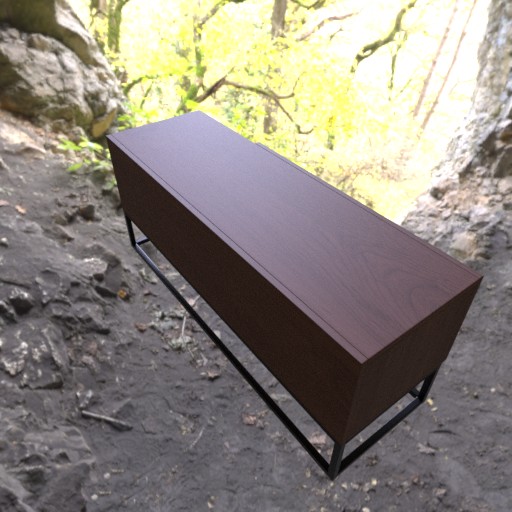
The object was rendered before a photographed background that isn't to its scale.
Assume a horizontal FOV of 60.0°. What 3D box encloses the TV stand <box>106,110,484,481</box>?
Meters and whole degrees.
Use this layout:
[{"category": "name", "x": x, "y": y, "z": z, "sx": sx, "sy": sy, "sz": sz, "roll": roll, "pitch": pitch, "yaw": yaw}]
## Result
[{"category": "TV stand", "x": 0.000, "y": 0.000, "z": 1.438, "sx": 0.415, "sy": 0.500, "sz": 1.200, "roll": -26, "pitch": 47, "yaw": -27}]
